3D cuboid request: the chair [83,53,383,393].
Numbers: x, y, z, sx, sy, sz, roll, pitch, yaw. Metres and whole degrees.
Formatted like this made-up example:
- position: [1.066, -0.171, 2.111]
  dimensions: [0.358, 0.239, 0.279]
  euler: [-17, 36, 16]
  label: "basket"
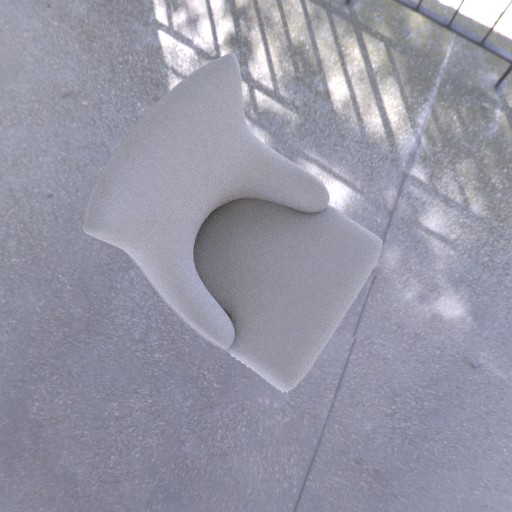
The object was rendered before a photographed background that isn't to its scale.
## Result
- position: [0.000, 0.000, 1.320]
  dimensions: [0.629, 0.909, 0.566]
  euler: [33, 77, 9]
  label: "chair"
